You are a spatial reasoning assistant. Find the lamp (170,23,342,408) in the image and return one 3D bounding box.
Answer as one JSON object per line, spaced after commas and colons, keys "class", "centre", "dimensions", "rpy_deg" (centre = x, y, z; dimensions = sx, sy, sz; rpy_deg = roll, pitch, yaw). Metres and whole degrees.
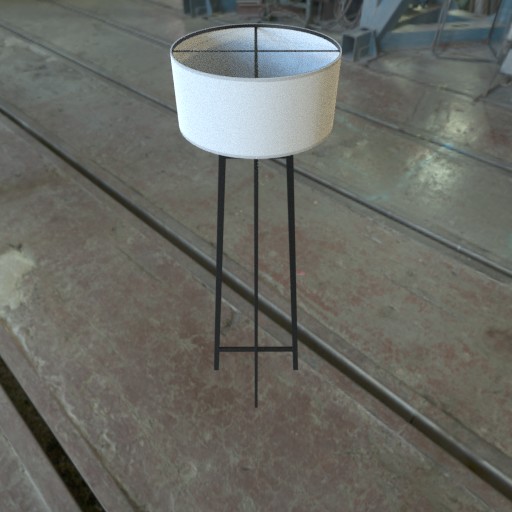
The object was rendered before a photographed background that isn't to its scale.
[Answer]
{"class": "lamp", "centre": [0.000, 0.000, 1.697], "dimensions": [0.456, 1.510, 0.457], "rpy_deg": [0, 42, 0]}
